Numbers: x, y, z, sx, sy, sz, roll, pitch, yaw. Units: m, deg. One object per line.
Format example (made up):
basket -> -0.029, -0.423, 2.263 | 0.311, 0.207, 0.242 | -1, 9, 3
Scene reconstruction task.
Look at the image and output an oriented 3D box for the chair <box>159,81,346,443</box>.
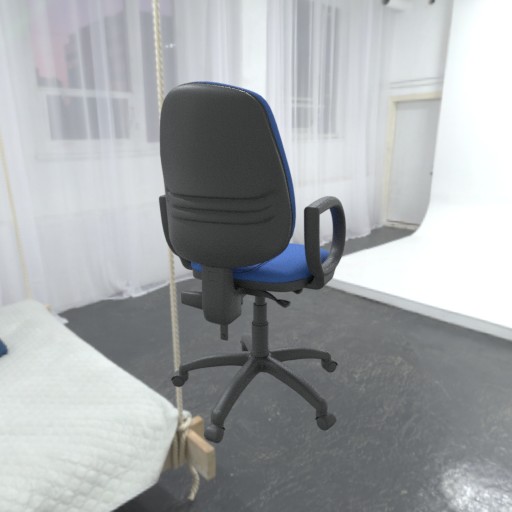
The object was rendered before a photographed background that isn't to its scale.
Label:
chair -> 0.000, 0.000, 1.284 | 0.552, 0.905, 0.549 | 7, 17, 26
